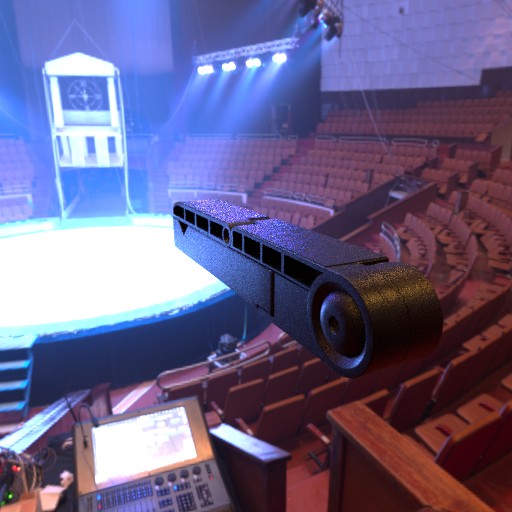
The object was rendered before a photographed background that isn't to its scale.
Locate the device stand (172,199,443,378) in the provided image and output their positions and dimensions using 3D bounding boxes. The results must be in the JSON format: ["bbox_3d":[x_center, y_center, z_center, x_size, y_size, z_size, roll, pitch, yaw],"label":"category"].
[{"bbox_3d":[0.000,0.000,0.192,0.026,0.030,0.179,-7,17,-25],"label":"device stand"}]
